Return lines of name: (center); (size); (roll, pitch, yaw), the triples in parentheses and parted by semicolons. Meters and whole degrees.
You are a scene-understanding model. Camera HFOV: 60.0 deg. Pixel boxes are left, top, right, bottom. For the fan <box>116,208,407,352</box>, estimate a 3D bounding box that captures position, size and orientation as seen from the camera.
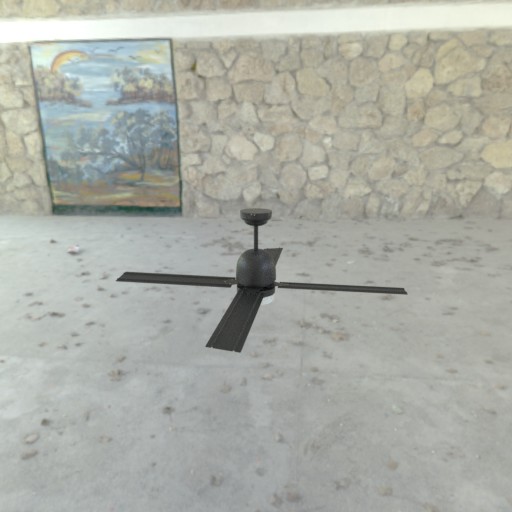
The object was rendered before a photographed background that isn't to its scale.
fan: (0.000, 0.000, 1.994); (1.319, 0.410, 1.319); (2, 15, 7)
